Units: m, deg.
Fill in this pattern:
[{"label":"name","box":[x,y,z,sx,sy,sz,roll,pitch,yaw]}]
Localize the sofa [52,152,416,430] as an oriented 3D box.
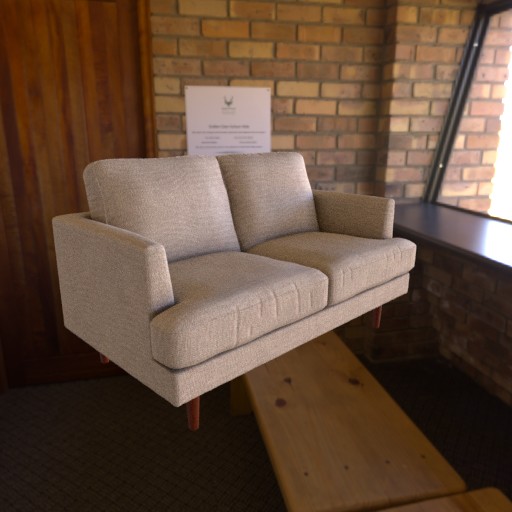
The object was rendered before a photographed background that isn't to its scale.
[{"label":"sofa","box":[0.000,0.000,2.139,1.582,0.944,0.903,-14,21,-43]}]
